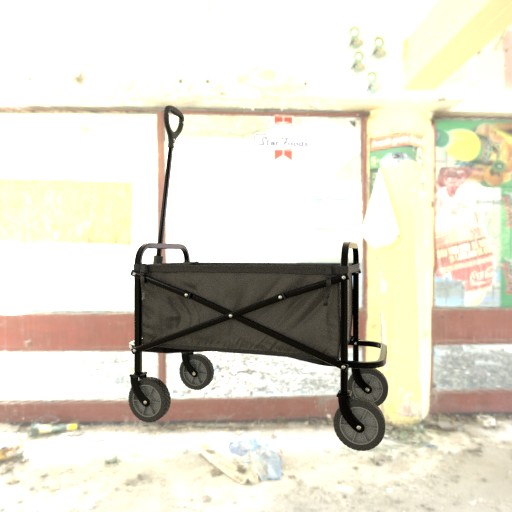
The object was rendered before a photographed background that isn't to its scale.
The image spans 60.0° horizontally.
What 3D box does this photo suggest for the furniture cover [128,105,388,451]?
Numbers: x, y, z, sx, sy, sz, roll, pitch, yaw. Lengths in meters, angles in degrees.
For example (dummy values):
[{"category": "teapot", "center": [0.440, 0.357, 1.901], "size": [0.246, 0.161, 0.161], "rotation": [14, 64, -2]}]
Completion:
[{"category": "furniture cover", "center": [0.000, 0.000, 1.828], "size": [1.038, 1.295, 0.532], "rotation": [0, 0, 18]}]
